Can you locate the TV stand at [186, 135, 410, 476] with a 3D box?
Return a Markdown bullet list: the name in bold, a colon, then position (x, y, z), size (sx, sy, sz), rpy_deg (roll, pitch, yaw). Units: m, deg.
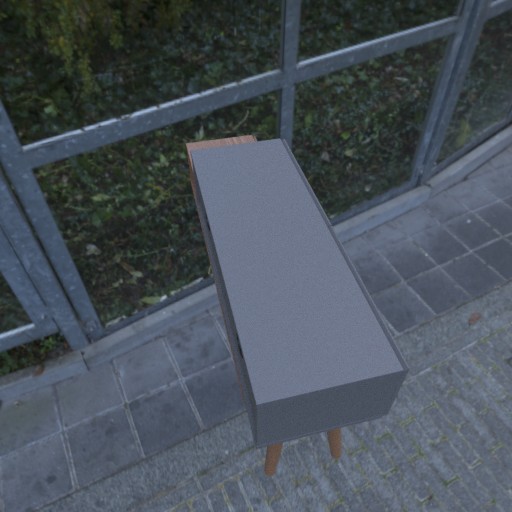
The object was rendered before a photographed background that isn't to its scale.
- **TV stand**: position (0.000, 0.000, 1.548), size (0.329, 0.591, 1.336), rpy_deg (-10, 47, -10)
